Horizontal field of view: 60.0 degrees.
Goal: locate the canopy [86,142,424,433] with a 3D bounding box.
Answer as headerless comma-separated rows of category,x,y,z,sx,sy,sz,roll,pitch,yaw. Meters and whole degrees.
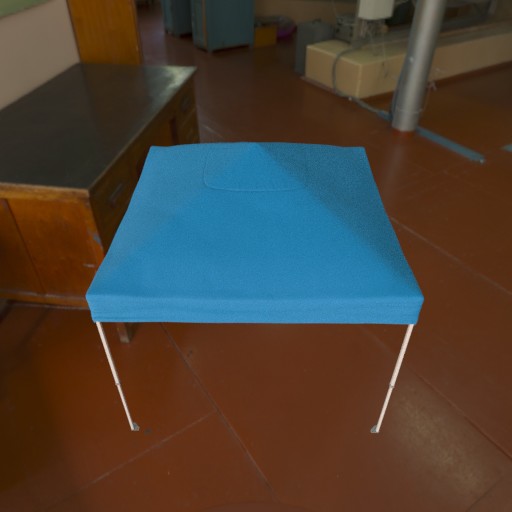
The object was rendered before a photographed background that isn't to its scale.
canopy,0.000,0.000,5.496,2.998,2.997,2.996,0,39,0
